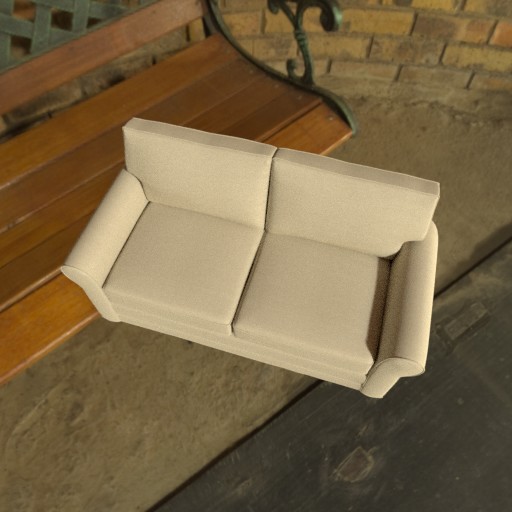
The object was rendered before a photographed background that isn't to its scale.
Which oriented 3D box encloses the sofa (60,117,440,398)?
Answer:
[{"bbox_3d":[0.000,0.000,2.330,1.774,0.933,0.861,14,59,9],"label":"sofa"}]
